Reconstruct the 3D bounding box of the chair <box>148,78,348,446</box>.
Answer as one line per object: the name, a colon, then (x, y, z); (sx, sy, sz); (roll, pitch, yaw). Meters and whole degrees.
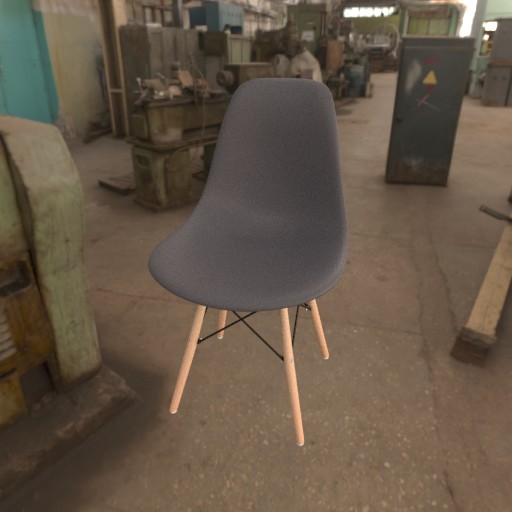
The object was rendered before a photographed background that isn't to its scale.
chair: (0.000, 0.000, 1.153); (0.470, 0.826, 0.533); (8, 27, 16)
